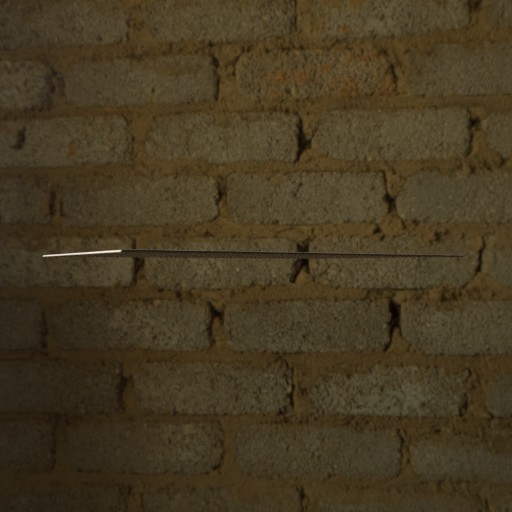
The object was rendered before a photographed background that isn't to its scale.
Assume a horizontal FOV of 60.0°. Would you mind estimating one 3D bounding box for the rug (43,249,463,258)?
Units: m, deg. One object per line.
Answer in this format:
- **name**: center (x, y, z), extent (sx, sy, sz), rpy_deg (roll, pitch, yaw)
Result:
- **rug**: center (0.000, 0.000, 2.325), extent (1.839, 0.009, 1.236), rpy_deg (1, -1, -35)
